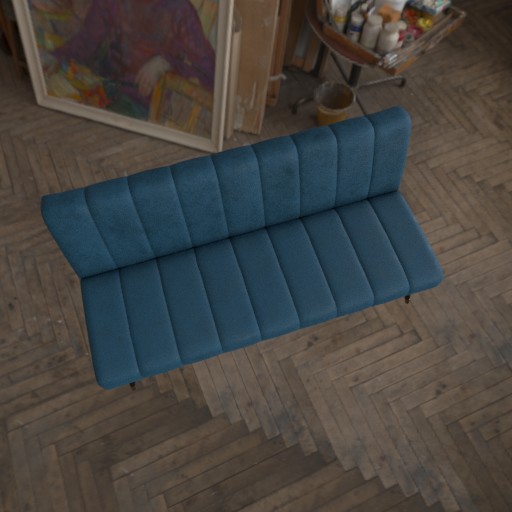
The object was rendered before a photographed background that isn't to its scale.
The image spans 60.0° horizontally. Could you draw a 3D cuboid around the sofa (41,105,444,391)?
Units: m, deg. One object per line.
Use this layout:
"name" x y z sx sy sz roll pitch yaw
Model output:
"sofa" 0.000 0.000 2.305 1.810 0.825 0.830 -16 66 -7
